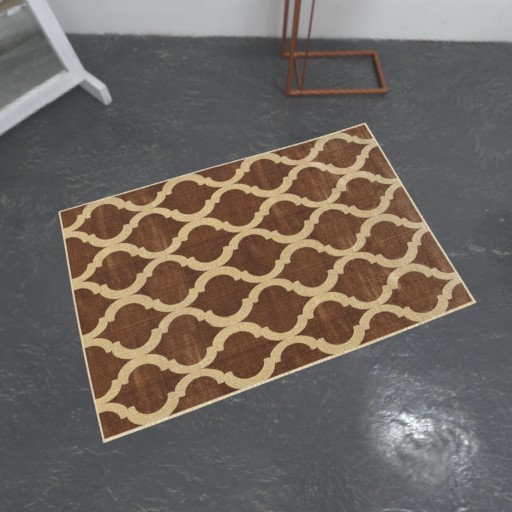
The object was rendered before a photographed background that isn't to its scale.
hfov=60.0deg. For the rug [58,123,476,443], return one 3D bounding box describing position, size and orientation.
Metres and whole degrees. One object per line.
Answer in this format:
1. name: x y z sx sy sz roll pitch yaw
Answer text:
1. rug: 0.000 0.000 2.816 2.284 0.008 1.522 -18 65 -9
